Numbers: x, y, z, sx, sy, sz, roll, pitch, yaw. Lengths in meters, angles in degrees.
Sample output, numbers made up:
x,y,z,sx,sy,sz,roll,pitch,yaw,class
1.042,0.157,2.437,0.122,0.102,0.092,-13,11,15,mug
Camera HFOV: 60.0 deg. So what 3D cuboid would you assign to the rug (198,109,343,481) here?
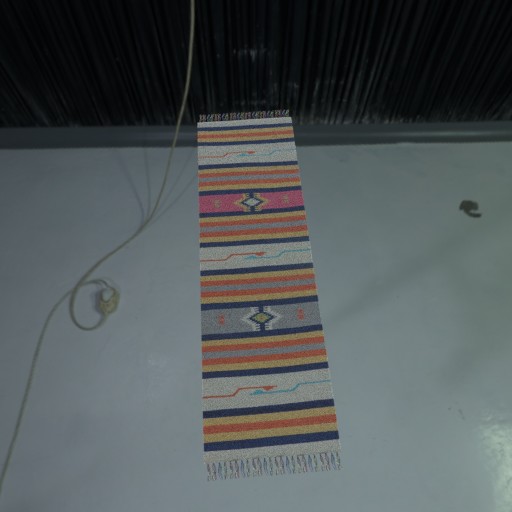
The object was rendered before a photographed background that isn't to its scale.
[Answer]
x,y,z,sx,sy,sz,roll,pitch,yaw,class
0.000,0.000,2.755,0.695,0.017,2.455,-4,62,-2,rug
